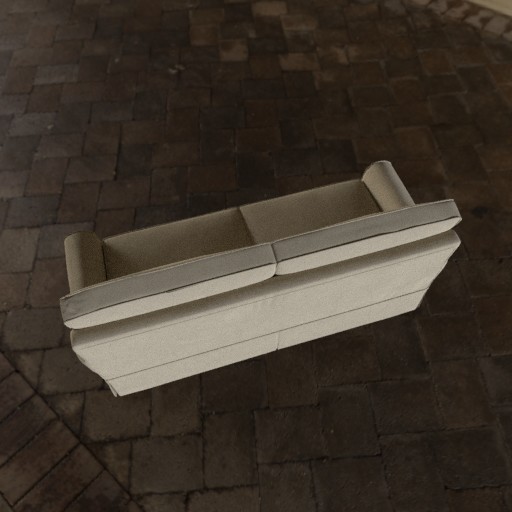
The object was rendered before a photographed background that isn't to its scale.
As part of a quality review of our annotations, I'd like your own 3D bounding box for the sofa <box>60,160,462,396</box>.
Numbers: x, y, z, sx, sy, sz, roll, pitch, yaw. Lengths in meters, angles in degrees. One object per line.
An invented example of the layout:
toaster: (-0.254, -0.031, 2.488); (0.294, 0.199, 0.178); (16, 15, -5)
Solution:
sofa: (0.000, 0.000, 2.762); (2.246, 1.014, 0.900); (-14, 58, -9)
